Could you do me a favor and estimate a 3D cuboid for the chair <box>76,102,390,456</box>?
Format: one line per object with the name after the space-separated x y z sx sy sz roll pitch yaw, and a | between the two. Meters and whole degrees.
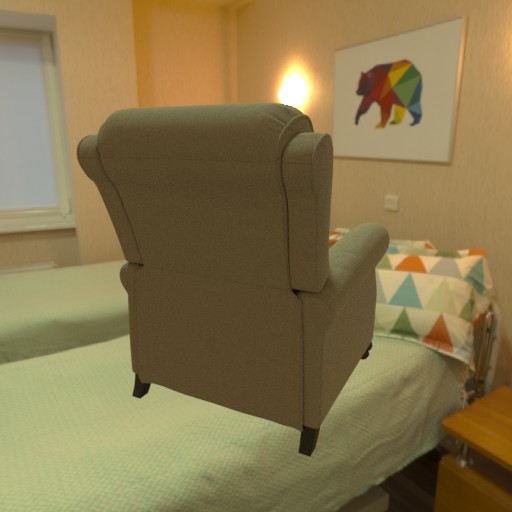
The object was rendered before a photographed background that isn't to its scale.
0.000 0.000 1.687 0.859 1.046 0.919 8 17 27 | chair
